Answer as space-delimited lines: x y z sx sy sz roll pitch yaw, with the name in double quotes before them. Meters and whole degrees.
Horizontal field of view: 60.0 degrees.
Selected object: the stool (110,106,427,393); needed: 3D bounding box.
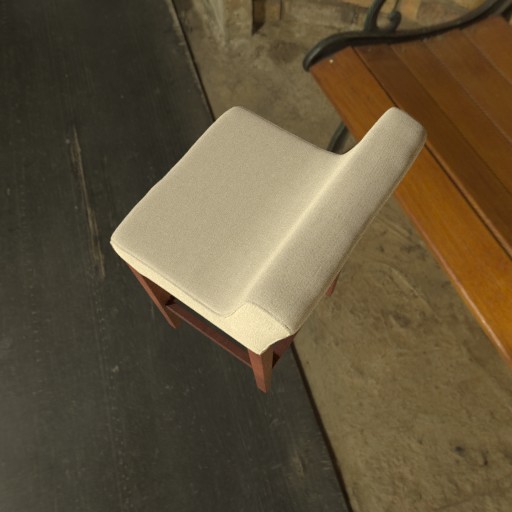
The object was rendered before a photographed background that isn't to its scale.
"stool" 0.000 0.000 1.241 0.500 0.937 0.511 32 69 14
